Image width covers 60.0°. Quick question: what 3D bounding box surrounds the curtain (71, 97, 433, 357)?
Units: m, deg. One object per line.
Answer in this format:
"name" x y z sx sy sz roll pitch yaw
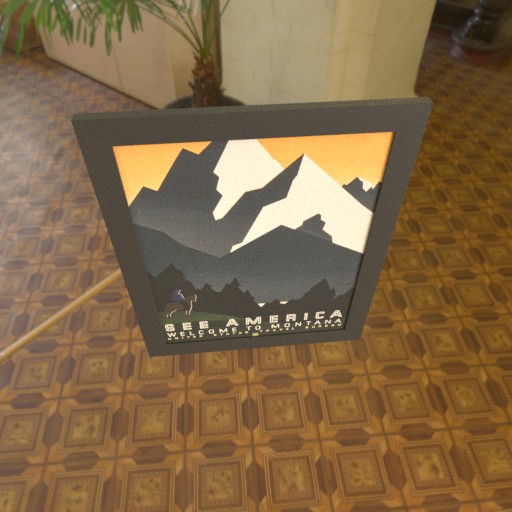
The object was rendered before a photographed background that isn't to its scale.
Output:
"curtain" 0.000 0.000 0.810 0.483 0.585 0.027 -4 47 -4
